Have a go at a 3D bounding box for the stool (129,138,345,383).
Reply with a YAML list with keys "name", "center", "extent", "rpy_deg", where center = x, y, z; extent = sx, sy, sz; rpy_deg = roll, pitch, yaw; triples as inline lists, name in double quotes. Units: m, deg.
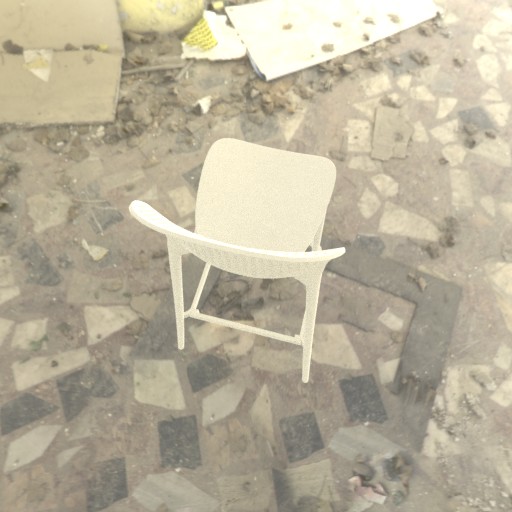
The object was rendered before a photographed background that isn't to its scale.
- name: "stool"
  center: [0.000, 0.000, 1.398]
  extent: [0.536, 1.045, 0.535]
  rpy_deg: [13, 63, 7]
